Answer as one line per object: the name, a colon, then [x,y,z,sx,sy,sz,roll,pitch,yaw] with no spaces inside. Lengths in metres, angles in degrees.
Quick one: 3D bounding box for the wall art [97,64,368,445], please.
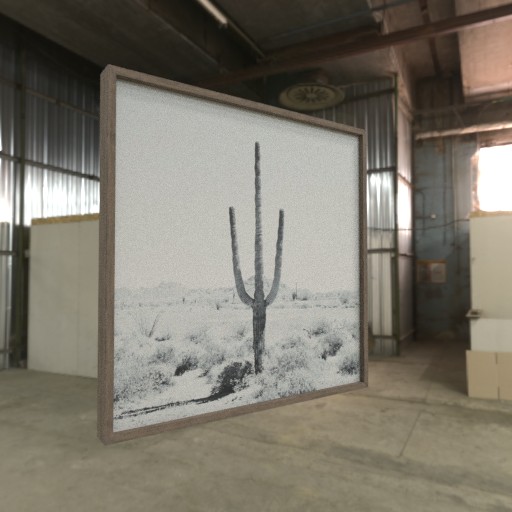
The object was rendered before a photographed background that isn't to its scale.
wall art: [0.000,0.000,0.749,0.508,0.508,0.038,1,-2,-34]
